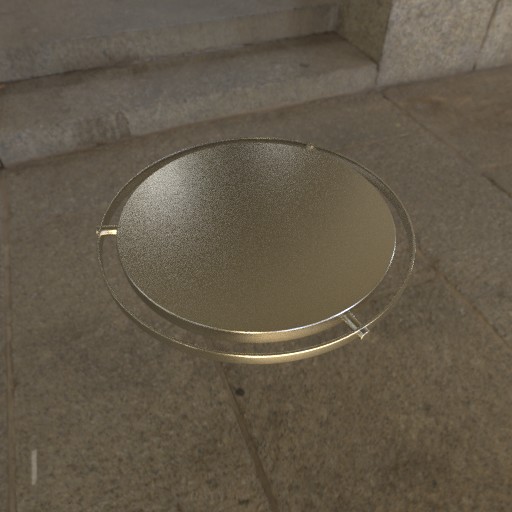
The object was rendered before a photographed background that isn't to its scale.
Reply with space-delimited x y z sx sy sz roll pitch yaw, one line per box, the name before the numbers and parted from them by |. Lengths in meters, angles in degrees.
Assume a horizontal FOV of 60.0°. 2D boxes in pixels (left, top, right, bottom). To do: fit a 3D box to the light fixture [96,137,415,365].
light fixture | 0.000 0.000 0.560 0.361 0.130 0.361 0 46 0
